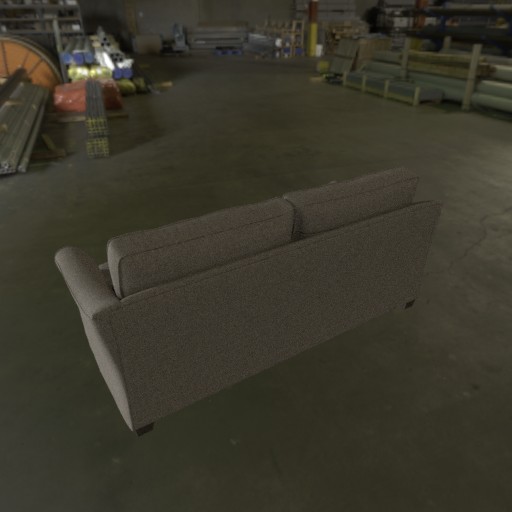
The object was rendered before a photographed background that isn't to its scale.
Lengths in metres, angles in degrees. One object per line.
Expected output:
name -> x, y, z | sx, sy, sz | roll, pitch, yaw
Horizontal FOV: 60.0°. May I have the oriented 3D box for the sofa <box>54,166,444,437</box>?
sofa -> 0.000, 0.000, 2.773 | 2.203, 0.976, 1.013 | -18, 34, -28
